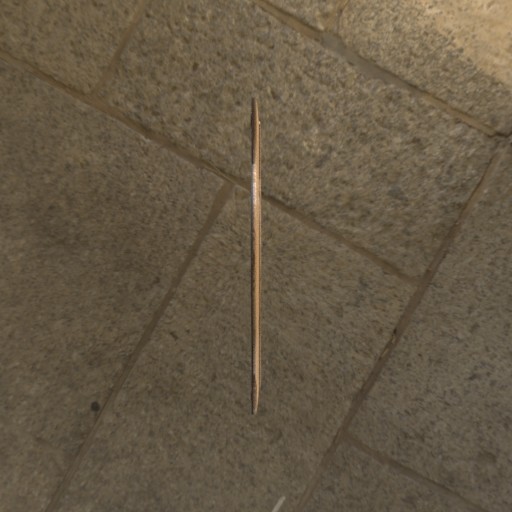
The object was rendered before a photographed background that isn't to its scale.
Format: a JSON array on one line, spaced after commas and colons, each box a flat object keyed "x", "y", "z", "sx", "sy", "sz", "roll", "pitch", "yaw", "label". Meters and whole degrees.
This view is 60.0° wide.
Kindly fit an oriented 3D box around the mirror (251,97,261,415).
[{"x": 0.000, "y": 0.000, "z": 1.037, "sx": 0.019, "sy": 0.686, "sz": 0.686, "roll": 0, "pitch": 90, "yaw": 0, "label": "mirror"}]
